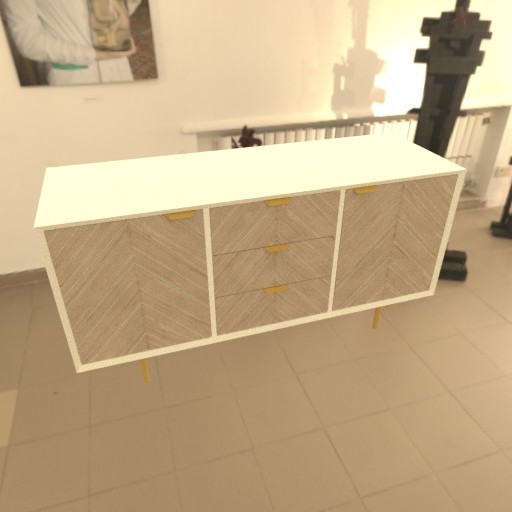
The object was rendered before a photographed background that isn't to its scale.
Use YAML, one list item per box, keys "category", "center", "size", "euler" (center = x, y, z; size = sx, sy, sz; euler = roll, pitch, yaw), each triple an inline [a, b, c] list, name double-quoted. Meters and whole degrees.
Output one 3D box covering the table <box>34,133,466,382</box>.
- category: "table"
  center: [0.000, 0.000, 1.869]
  size: [1.500, 0.769, 0.508]
  euler: [-10, 33, -15]
